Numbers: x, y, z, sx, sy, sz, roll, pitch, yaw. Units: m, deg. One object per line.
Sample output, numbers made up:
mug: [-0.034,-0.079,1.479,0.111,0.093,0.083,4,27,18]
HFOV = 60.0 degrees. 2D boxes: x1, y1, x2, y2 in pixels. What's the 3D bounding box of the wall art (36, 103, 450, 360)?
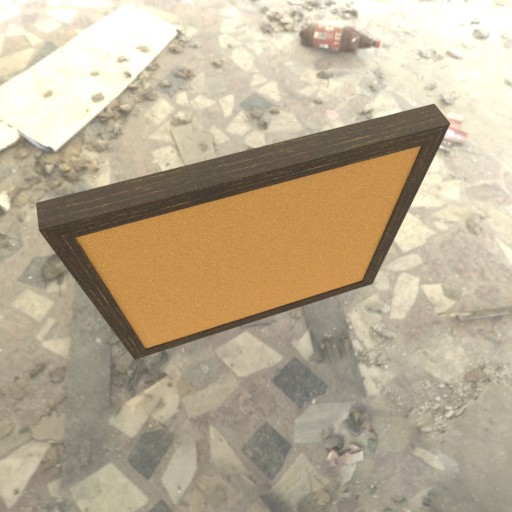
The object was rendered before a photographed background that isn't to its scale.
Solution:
wall art: [0.000,0.000,0.538,0.381,0.330,0.031,-16,60,-10]
